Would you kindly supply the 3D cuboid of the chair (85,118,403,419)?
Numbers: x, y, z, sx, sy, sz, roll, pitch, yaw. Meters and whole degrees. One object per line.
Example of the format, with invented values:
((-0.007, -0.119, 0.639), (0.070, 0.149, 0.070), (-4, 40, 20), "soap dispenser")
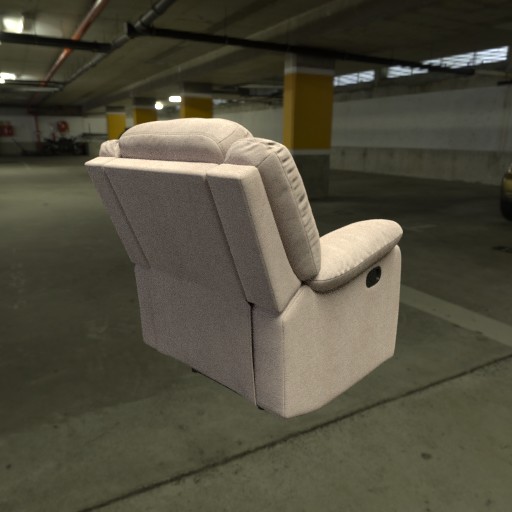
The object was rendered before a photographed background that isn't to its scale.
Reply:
((0.000, 0.000, 1.727), (0.899, 1.008, 0.944), (14, 20, 42), "chair")
